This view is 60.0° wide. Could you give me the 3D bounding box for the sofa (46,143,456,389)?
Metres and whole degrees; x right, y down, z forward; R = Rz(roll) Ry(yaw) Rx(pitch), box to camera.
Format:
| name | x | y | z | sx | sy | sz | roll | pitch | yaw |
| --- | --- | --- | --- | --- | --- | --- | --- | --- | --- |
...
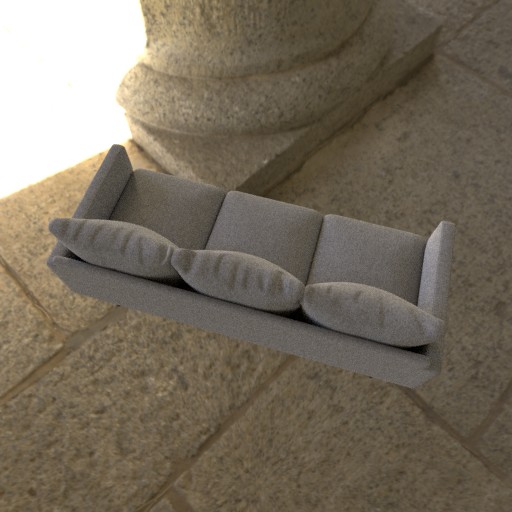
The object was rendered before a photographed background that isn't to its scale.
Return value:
| name | x | y | z | sx | sy | sz | roll | pitch | yaw |
| --- | --- | --- | --- | --- | --- | --- | --- | --- | --- |
| sofa | 0.000 | 0.000 | 2.451 | 2.000 | 0.830 | 0.850 | 14 | 64 | 7 |
